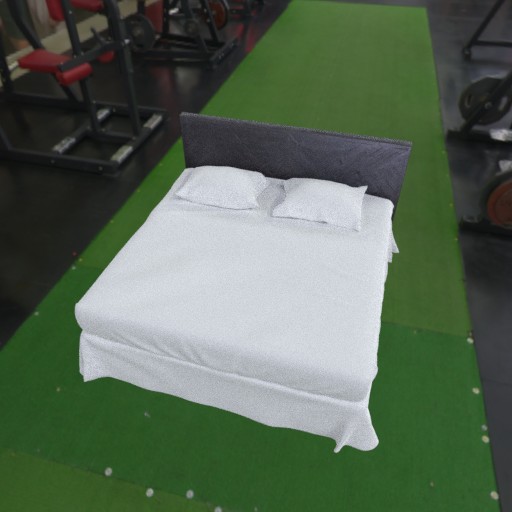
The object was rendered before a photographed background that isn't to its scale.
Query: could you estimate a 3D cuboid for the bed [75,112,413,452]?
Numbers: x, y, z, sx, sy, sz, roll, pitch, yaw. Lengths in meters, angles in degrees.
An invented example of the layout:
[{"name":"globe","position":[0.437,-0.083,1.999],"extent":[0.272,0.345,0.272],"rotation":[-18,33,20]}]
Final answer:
[{"name":"bed","position":[0.000,0.000,3.410],"extent":[2.255,1.158,2.165],"rotation":[11,43,12]}]
